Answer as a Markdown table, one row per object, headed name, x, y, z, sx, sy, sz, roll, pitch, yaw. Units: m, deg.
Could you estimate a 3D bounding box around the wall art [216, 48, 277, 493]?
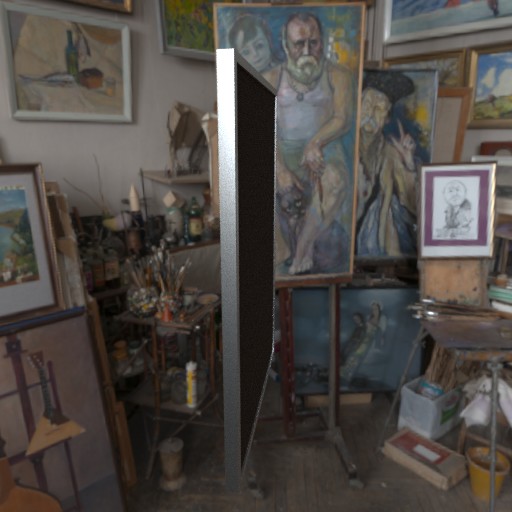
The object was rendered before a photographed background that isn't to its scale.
| name | x | y | z | sx | sy | sz | roll | pitch | yaw |
| --- | --- | --- | --- | --- | --- | --- | --- | --- | --- |
| wall art | 0.000 | 0.000 | 1.398 | 0.037 | 1.062 | 0.801 | 2 | 15 | 8 |
